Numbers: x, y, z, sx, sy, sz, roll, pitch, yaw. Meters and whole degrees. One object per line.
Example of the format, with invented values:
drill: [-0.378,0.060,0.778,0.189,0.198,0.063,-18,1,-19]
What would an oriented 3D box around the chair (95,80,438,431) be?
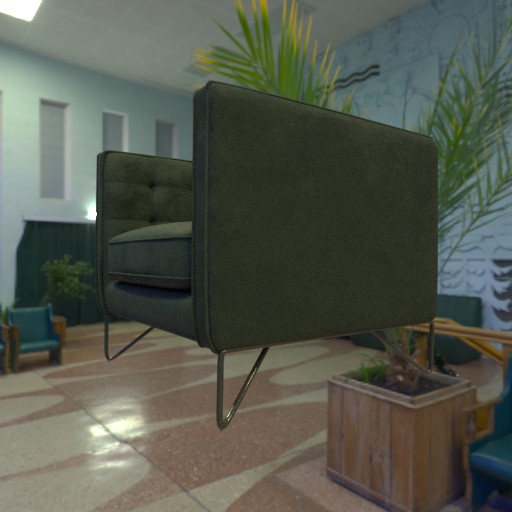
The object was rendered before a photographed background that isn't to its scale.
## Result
chair: [0.000,0.000,1.556,0.894,0.790,0.880,0,0,-35]
